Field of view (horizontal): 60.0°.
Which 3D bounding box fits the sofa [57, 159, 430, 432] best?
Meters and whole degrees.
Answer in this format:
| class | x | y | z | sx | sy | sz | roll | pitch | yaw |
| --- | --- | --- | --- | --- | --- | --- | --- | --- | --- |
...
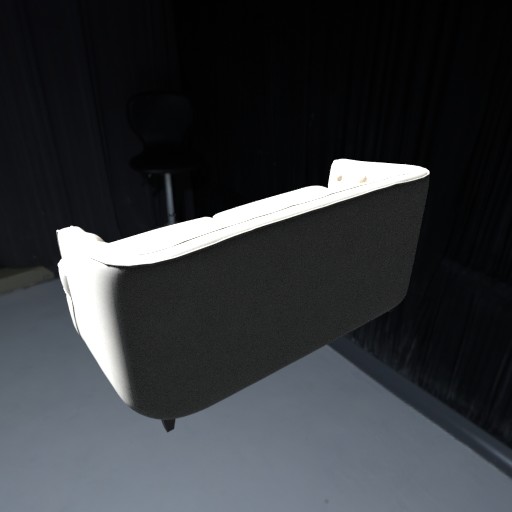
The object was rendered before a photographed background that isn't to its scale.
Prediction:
| class | x | y | z | sx | sy | sz | roll | pitch | yaw |
| --- | --- | --- | --- | --- | --- | --- | --- | --- | --- |
| sofa | 0.000 | 0.000 | 2.263 | 1.731 | 0.878 | 0.940 | -20 | 35 | -31 |
